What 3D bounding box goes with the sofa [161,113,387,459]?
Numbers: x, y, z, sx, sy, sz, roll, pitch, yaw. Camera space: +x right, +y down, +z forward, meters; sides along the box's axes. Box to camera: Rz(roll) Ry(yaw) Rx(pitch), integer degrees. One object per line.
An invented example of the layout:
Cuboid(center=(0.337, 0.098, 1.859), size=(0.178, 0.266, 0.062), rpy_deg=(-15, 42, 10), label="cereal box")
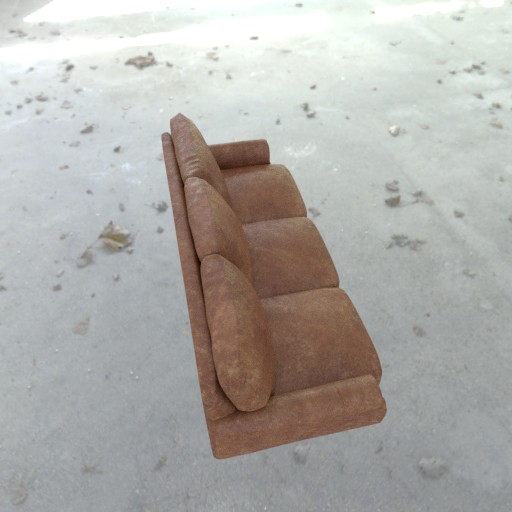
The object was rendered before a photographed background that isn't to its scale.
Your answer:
Cuboid(center=(0.000, 0.000, 2.886), size=(0.973, 0.977, 2.351), rpy_deg=(-10, 47, -9), label="sofa")
